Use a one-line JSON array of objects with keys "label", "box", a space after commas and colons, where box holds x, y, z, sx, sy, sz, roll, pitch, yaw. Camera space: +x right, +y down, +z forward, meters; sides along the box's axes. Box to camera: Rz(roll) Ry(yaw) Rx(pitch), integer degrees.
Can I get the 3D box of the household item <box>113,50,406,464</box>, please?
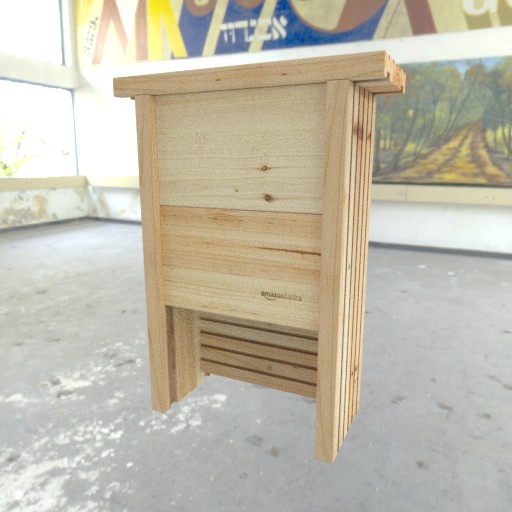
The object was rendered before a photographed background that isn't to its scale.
[{"label": "household item", "box": [0.000, 0.000, 0.533, 0.301, 0.407, 0.123, 6, 14, 25]}]
